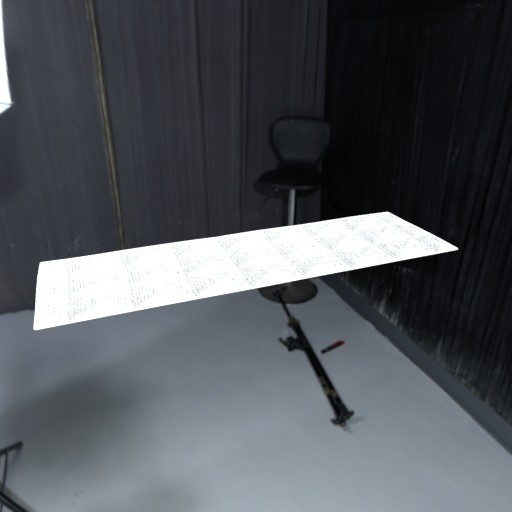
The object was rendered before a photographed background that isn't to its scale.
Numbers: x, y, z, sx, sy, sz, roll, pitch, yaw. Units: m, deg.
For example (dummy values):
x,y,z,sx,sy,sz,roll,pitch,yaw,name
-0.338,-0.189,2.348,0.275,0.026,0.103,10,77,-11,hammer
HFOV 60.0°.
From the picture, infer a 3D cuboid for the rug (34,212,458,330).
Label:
x,y,z,sx,sy,sz,roll,pitch,yaw,name
0.000,0.000,2.402,2.182,0.015,0.645,-9,27,-19,rug
